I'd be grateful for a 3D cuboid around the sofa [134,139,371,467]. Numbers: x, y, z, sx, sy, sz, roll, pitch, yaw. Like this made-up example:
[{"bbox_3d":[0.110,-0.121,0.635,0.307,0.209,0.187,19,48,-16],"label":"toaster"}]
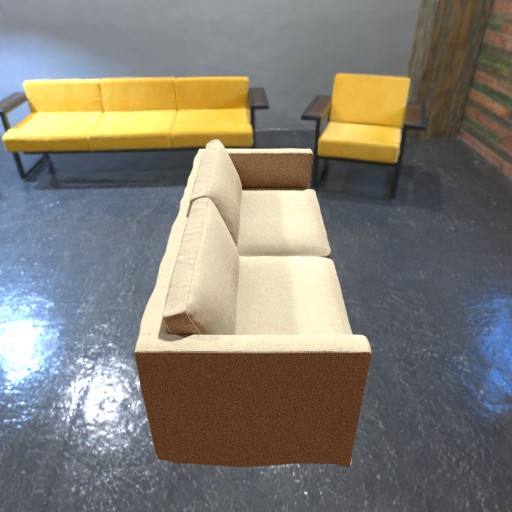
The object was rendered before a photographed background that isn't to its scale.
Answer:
[{"bbox_3d":[0.000,0.000,2.804,0.962,0.853,2.312,0,33,0],"label":"sofa"}]
